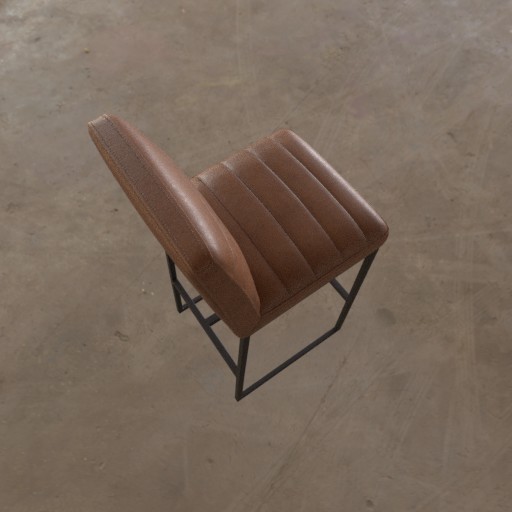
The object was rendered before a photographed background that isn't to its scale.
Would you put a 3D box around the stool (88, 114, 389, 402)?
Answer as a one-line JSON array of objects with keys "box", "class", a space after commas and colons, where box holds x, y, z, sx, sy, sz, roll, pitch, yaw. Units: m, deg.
[{"box": [0.000, 0.000, 1.312, 0.556, 1.040, 0.458, -31, 65, -17], "class": "stool"}]
